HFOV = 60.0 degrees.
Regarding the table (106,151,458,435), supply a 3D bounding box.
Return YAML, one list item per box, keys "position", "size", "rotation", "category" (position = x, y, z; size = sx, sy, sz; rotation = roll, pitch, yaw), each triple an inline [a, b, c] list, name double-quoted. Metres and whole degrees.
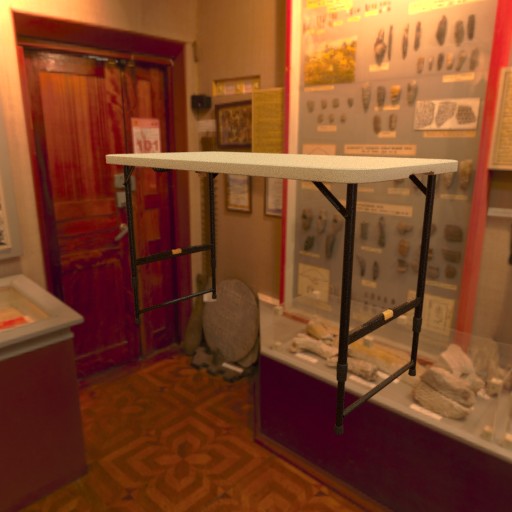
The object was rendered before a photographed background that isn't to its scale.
- position: [0.000, 0.000, 1.686]
  size: [0.611, 0.737, 1.245]
  rotation: [-14, 21, -43]
  category: "table"
